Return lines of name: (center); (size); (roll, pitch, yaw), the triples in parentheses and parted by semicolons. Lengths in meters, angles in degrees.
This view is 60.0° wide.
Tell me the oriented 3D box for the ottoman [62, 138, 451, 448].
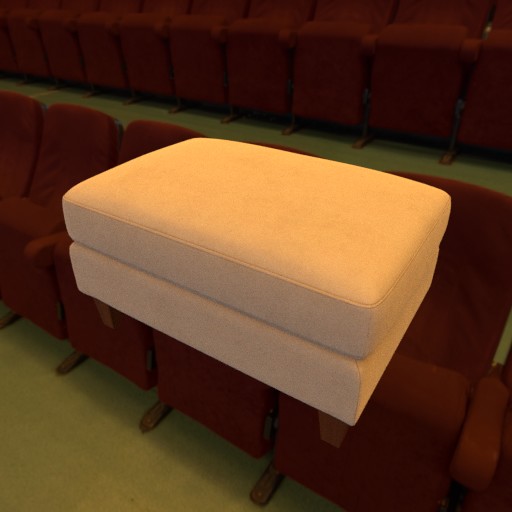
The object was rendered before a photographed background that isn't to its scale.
ottoman: (0.000, 0.000, 1.218); (0.864, 0.483, 0.584); (19, 37, 28)
